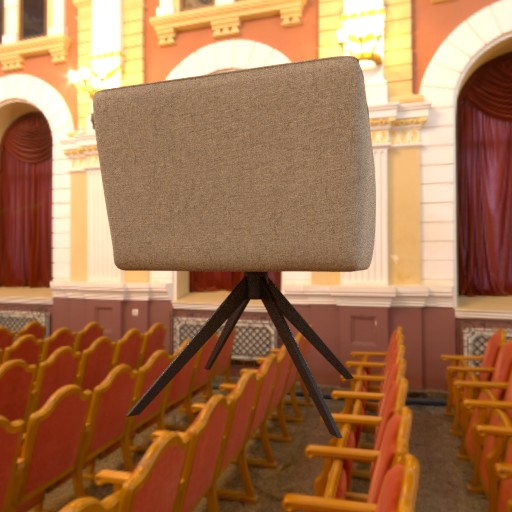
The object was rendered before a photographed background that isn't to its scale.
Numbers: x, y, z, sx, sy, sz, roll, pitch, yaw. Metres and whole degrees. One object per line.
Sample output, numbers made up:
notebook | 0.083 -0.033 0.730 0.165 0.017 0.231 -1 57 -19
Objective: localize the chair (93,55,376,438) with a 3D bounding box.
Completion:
chair | 0.000 0.000 1.223 0.628 0.760 0.623 0 -1 18
